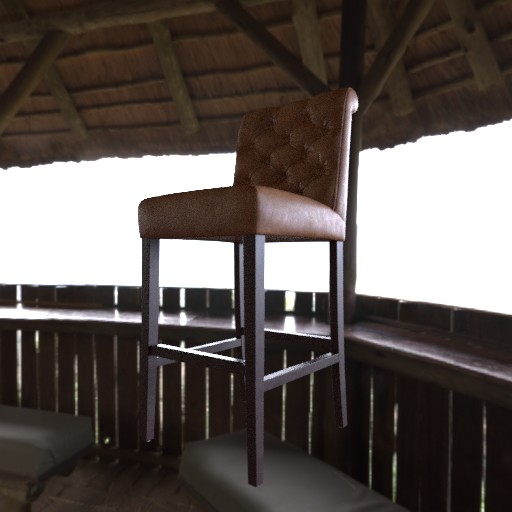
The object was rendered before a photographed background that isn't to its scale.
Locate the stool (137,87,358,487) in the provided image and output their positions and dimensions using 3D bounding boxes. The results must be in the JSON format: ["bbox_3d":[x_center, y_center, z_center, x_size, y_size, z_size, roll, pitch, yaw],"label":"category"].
[{"bbox_3d":[0.000,0.000,1.447,0.493,1.140,0.601,0,0,38],"label":"stool"}]
